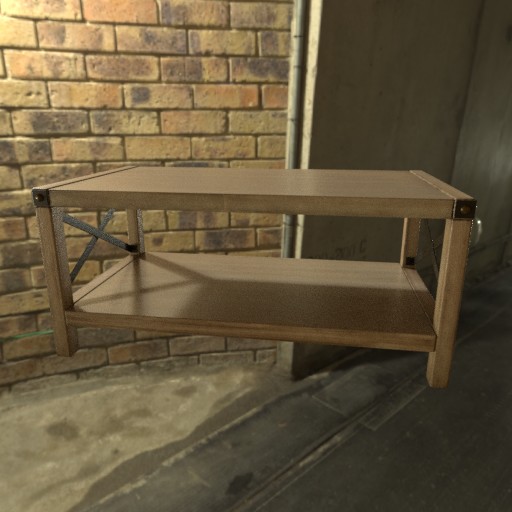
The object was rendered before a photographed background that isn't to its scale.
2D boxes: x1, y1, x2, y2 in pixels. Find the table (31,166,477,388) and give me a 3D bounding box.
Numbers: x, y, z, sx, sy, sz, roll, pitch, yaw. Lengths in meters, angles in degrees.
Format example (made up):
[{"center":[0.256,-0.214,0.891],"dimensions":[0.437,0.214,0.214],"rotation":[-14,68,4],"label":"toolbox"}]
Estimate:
[{"center":[0.000,0.000,1.303],"dimensions":[1.016,0.456,0.559],"rotation":[3,17,8],"label":"table"}]
